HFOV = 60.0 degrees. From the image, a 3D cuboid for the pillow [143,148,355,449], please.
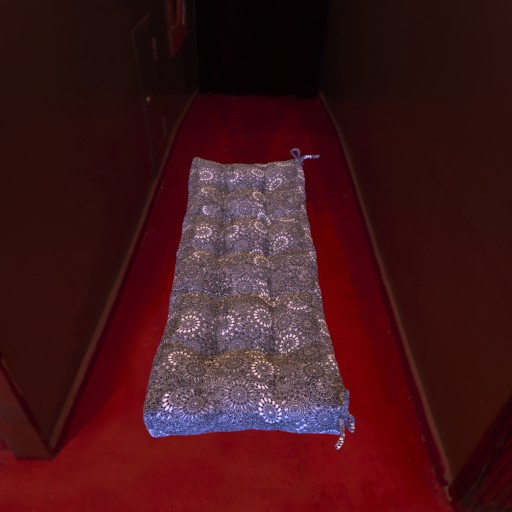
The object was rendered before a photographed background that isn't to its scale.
[{"bbox_3d":[0.000,0.000,1.364,0.511,0.174,1.194,-1,40,-1],"label":"pillow"}]
